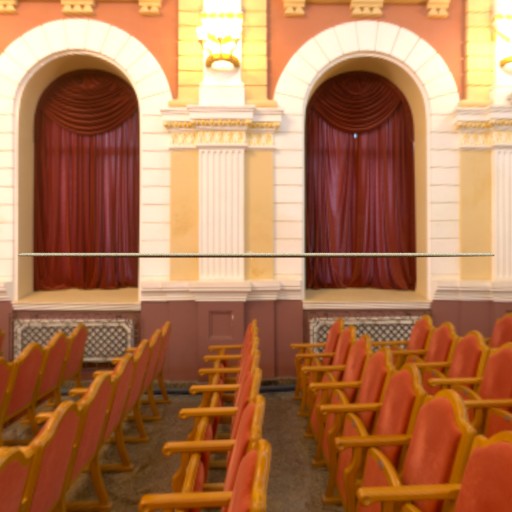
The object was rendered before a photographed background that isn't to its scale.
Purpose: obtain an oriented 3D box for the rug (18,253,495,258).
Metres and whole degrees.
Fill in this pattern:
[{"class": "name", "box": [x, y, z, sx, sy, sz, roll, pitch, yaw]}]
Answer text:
[{"class": "rug", "box": [0.000, 0.000, 2.316, 1.840, 0.012, 1.219, 0, 0, 0]}]
